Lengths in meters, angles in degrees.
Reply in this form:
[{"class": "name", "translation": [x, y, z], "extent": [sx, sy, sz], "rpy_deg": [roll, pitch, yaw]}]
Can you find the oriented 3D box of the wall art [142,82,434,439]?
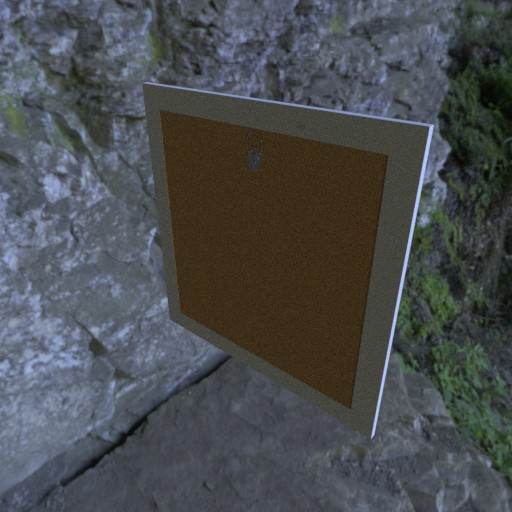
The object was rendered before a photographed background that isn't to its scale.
[{"class": "wall art", "translation": [0.000, 0.000, 0.853], "extent": [0.572, 0.577, 0.015], "rpy_deg": [22, 36, 34]}]
